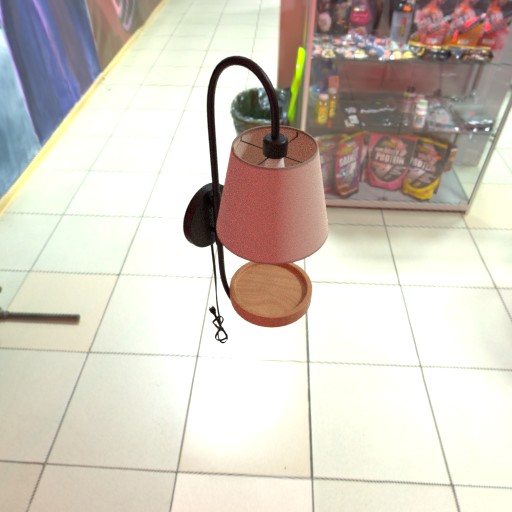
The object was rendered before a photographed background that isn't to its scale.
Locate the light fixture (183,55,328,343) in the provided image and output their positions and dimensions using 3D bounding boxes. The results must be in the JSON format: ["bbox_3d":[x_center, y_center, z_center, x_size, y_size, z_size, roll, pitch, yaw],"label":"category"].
[{"bbox_3d":[0.000,0.000,0.960,0.299,0.821,0.220,26,49,25],"label":"light fixture"}]
